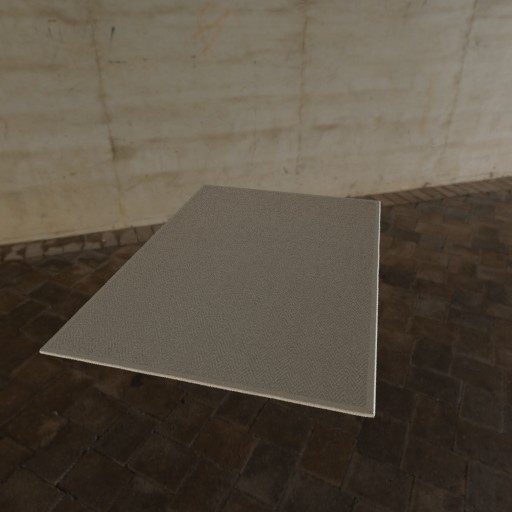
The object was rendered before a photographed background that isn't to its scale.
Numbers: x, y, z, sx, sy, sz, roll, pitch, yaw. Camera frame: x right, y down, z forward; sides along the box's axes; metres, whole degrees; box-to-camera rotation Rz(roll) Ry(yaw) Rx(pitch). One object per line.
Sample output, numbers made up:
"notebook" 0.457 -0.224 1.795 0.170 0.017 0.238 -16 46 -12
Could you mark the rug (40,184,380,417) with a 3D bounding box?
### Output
"rug" 0.000 0.000 2.848 1.532 0.017 2.244 7 31 12
